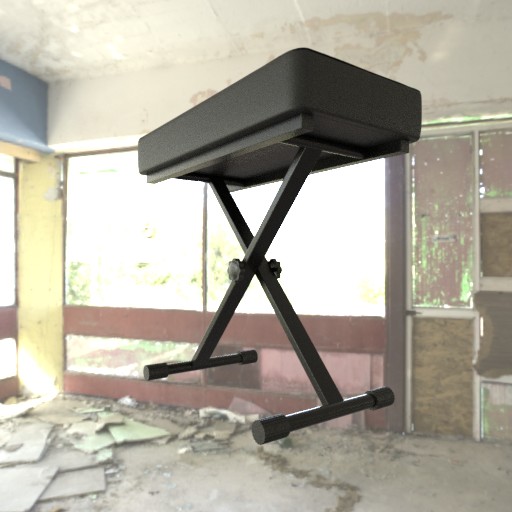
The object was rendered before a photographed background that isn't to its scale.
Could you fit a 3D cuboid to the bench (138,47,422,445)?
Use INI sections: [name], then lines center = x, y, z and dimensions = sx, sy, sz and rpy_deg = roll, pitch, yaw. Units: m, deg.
[bench]
center = 0.000, 0.000, 0.917
dimensions = 0.300, 0.561, 0.600
rpy_deg = 0, -1, -36
